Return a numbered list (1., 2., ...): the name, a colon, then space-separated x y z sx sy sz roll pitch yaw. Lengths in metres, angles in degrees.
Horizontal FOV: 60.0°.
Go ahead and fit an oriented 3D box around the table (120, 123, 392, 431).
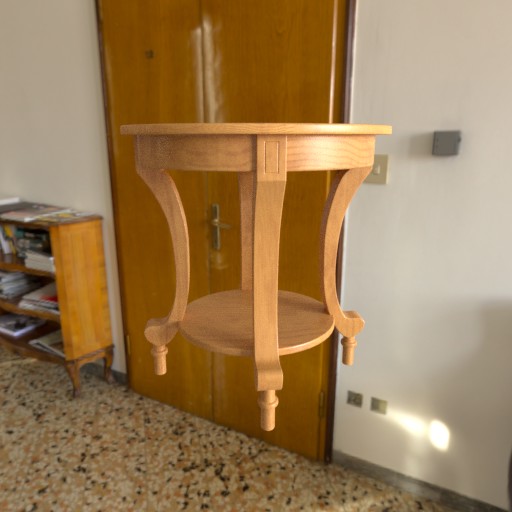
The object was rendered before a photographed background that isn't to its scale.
1. table: 0.000 0.000 1.093 0.597 0.612 0.597 0 15 0
